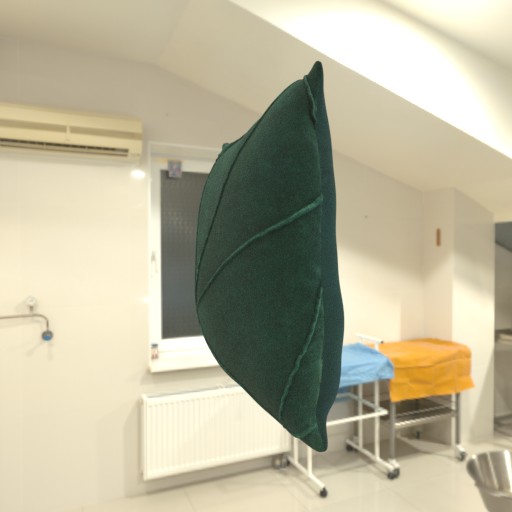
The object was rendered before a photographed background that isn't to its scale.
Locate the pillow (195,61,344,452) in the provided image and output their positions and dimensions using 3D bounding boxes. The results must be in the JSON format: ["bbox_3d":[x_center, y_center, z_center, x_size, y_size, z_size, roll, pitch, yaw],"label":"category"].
[{"bbox_3d":[0.000,0.000,0.684,0.184,0.440,0.439,0,1,-17],"label":"pillow"}]
